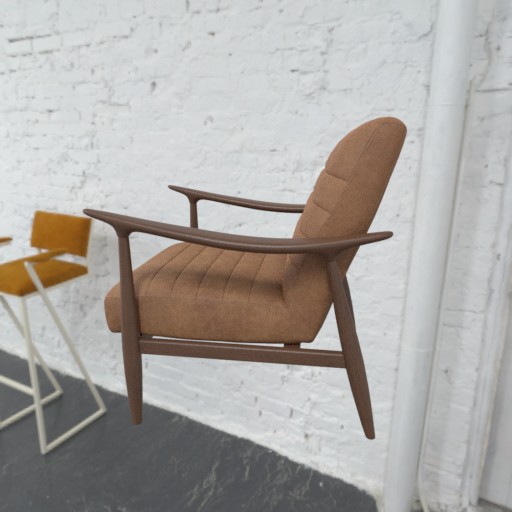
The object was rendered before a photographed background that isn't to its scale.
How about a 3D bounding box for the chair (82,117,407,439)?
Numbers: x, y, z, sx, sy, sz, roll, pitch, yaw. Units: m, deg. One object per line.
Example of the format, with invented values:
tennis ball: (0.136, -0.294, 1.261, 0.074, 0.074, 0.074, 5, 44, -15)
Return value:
chair: (0.000, 0.000, 1.435, 0.798, 0.832, 0.741, 2, 14, 8)
